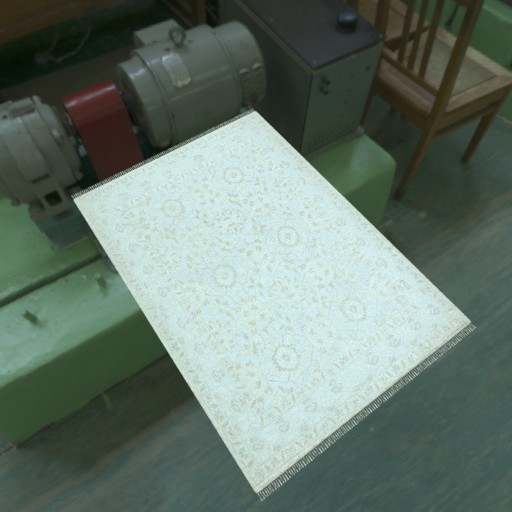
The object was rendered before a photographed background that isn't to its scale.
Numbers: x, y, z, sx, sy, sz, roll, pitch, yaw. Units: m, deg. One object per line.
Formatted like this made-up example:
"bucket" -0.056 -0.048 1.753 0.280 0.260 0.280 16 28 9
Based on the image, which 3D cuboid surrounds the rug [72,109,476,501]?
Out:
"rug" 0.000 0.000 2.778 1.514 0.011 2.233 -31 64 -17
